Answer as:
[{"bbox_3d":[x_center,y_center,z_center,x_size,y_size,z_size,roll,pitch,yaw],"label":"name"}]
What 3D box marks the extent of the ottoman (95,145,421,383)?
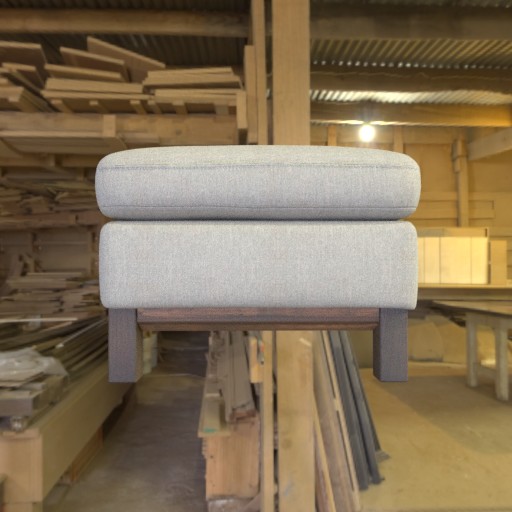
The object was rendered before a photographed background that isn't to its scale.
[{"bbox_3d":[0.000,0.000,1.025,0.528,0.404,0.735,0,-1,-1],"label":"ottoman"}]
